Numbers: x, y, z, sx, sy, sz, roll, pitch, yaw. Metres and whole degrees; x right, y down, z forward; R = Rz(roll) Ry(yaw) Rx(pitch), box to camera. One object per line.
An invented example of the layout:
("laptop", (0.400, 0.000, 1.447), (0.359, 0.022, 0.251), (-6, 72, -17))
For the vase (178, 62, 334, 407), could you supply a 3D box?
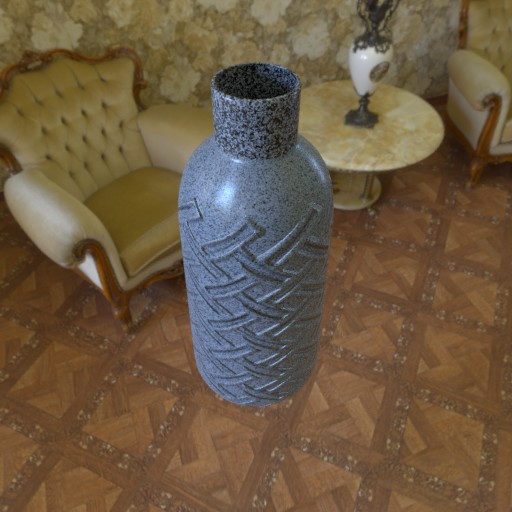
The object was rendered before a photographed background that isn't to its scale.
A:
("vase", (0.000, 0.000, 0.350), (0.122, 0.282, 0.122), (0, 46, 0))
